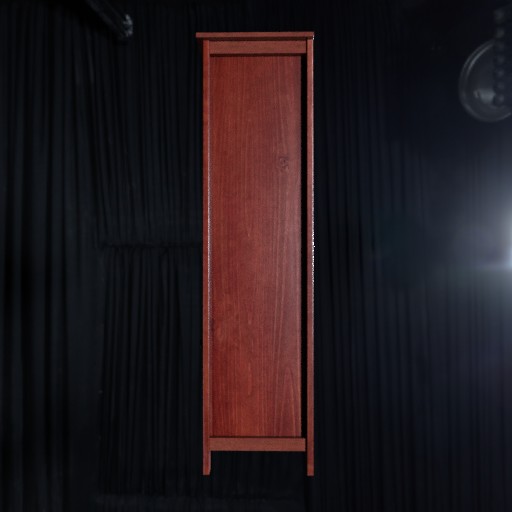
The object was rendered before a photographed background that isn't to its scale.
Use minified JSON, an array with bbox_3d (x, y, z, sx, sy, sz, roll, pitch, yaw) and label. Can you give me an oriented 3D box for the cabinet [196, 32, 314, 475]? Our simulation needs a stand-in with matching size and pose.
[{"bbox_3d":[0.000,0.000,1.752,0.401,1.518,0.500,0,0,1],"label":"cabinet"}]
